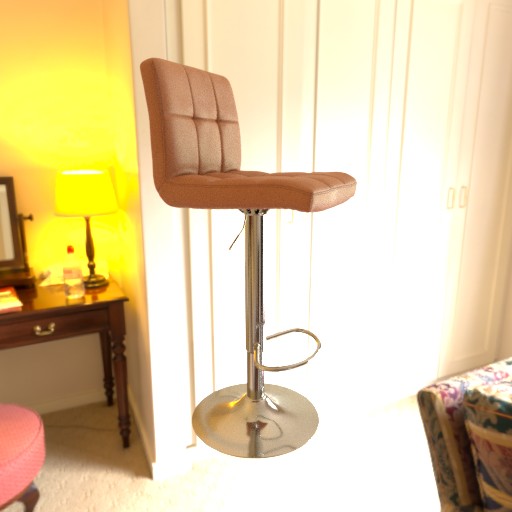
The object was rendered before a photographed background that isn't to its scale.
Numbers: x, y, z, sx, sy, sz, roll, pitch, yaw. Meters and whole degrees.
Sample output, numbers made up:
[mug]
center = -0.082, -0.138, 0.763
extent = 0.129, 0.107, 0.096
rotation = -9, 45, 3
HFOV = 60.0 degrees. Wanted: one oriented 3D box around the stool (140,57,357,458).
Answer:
[stool]
center = 0.000, 0.000, 1.359
extent = 0.505, 1.115, 0.430
rotation = 7, 15, 26
